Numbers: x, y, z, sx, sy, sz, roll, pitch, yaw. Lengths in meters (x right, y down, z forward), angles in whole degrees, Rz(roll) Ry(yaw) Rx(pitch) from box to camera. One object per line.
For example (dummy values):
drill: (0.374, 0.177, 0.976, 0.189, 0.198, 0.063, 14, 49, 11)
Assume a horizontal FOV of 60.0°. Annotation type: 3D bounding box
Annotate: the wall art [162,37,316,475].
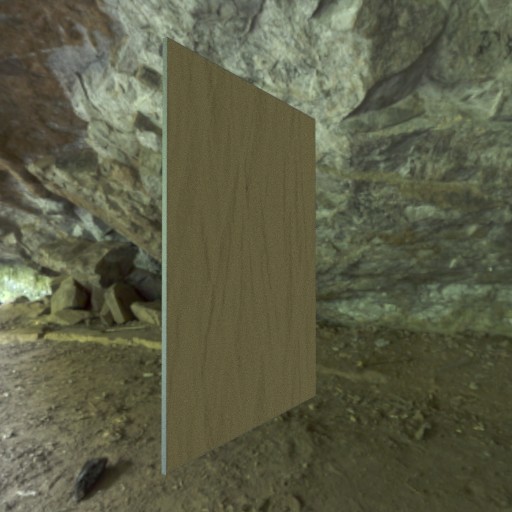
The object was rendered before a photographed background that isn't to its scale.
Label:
wall art: (0.000, 0.000, 1.464, 0.016, 1.116, 0.810, -1, -1, 35)
